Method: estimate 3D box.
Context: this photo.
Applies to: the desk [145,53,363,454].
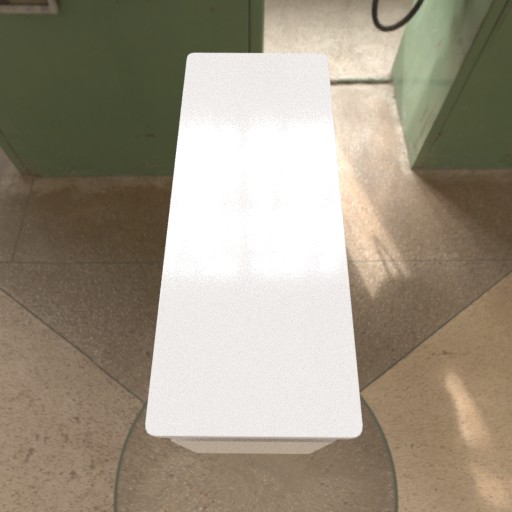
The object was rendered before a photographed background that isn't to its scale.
[{"bbox_3d":[0.000,0.000,1.763,0.550,0.762,1.400,0,63,0],"label":"desk"}]
